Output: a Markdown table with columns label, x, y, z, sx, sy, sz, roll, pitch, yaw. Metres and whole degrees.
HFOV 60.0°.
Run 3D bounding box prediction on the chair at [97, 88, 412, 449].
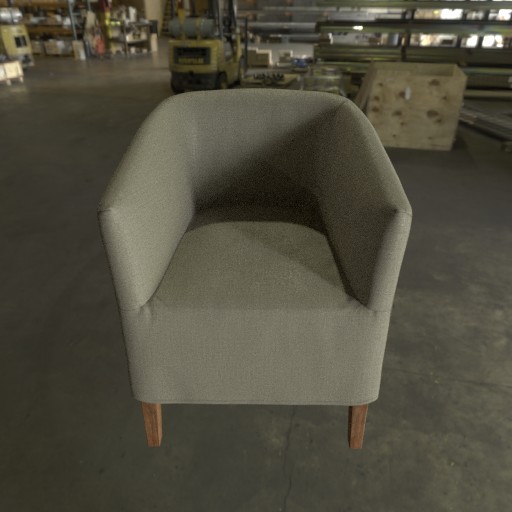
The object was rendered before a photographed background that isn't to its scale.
| label | x | y | z | sx | sy | sz | roll | pitch | yaw |
| --- | --- | --- | --- | --- | --- | --- | --- | --- | --- |
| chair | 0.000 | 0.000 | 1.220 | 0.600 | 0.771 | 0.668 | 0 | 30 | 1 |
